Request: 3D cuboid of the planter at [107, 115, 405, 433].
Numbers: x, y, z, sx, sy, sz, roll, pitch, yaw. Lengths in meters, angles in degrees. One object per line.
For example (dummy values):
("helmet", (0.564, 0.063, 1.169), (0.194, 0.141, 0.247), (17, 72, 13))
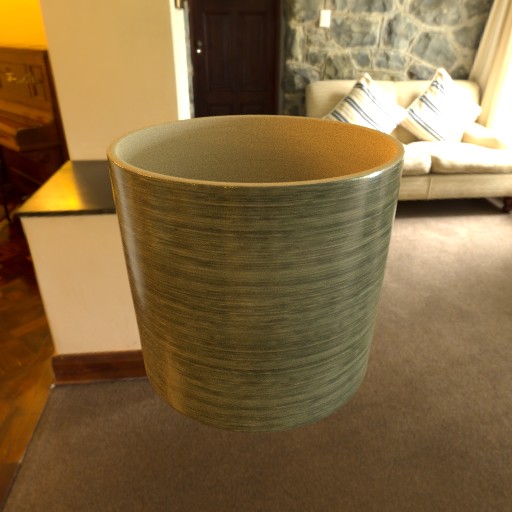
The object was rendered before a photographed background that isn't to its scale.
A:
("planter", (0.000, 0.000, 0.388), (0.221, 0.201, 0.221), (0, 27, 0))
